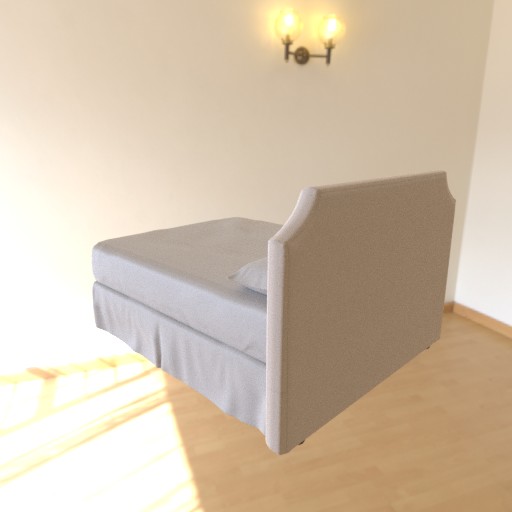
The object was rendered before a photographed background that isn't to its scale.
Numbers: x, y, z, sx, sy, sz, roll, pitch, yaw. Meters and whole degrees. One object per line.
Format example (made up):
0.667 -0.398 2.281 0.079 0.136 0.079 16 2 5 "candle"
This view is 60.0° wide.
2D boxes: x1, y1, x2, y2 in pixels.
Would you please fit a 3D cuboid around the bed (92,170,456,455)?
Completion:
0.000 0.000 3.300 2.164 1.297 1.828 15 21 43 "bed"
